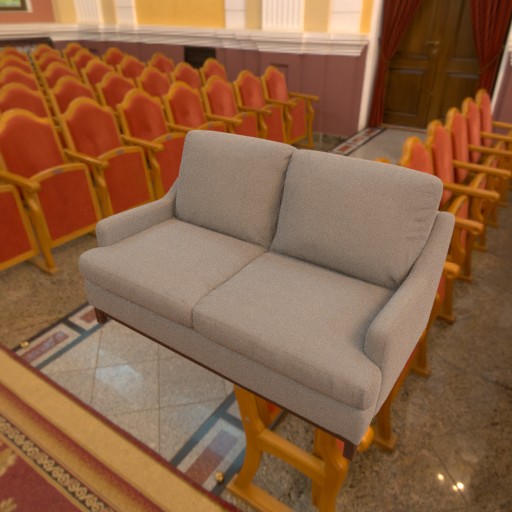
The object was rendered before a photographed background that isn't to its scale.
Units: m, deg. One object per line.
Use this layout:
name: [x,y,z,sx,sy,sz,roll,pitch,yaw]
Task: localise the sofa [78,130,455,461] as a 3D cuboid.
sofa: [0.000,0.000,2.178,1.589,0.921,0.987,19,35,29]
